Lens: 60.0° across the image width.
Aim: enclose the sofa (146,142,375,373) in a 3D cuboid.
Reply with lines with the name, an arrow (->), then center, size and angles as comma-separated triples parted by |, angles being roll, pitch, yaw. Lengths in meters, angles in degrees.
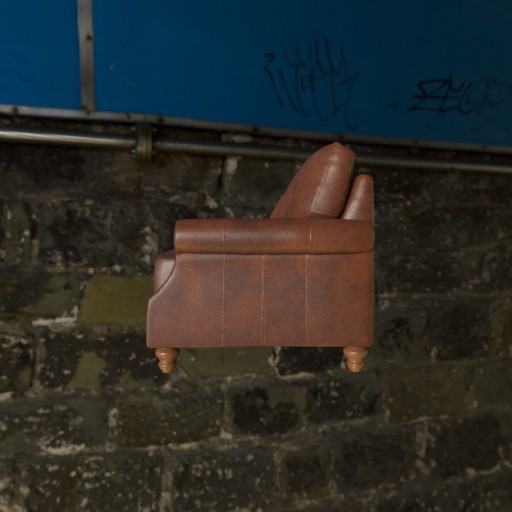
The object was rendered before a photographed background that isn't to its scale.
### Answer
sofa -> 0.000, 0.000, 2.919 | 0.973, 0.977, 2.351 | 0, 0, -1
